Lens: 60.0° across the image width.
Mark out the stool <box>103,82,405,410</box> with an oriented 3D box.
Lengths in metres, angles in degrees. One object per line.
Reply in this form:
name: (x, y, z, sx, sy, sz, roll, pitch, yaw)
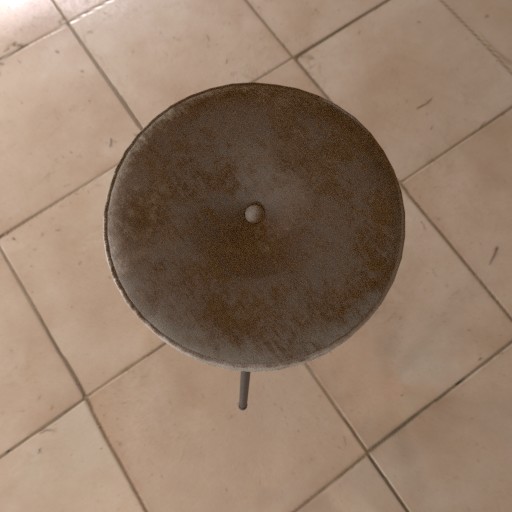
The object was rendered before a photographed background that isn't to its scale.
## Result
stool: (0.000, 0.000, 0.843, 0.423, 0.538, 0.457, -35, 78, -8)
